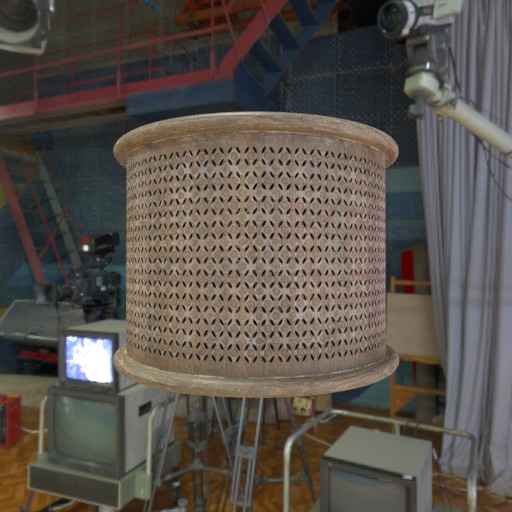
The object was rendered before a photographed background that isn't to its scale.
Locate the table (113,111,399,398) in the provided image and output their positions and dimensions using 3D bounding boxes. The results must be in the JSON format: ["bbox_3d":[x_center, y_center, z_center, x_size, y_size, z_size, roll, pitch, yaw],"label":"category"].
[{"bbox_3d":[0.000,0.000,0.990,0.607,0.450,0.607,0,-1,0],"label":"table"}]
